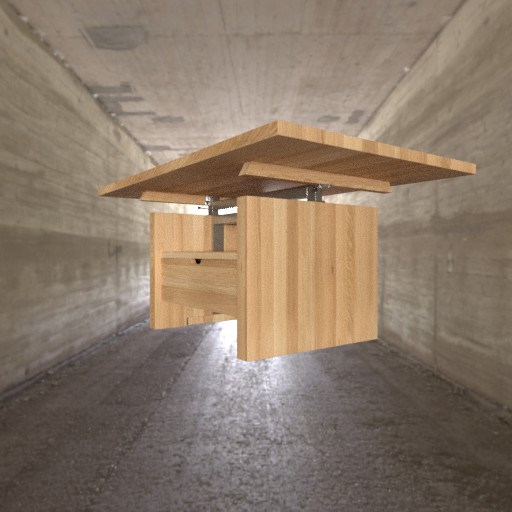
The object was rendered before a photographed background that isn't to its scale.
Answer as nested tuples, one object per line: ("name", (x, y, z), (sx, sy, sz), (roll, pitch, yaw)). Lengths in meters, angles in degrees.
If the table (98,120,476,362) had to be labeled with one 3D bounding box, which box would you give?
("table", (0.000, 0.000, 1.462), (0.700, 0.510, 1.100), (0, 1, -36))
